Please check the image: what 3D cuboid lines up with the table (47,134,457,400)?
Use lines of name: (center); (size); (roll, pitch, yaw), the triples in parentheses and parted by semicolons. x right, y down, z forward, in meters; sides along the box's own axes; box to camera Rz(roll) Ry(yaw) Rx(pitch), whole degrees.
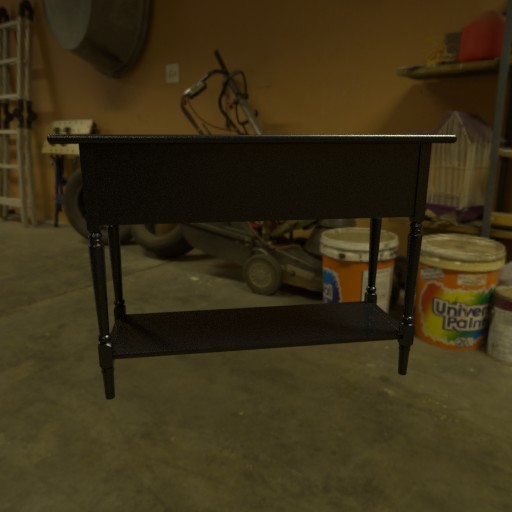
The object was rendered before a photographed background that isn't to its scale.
table: (0.000, 0.000, 1.557); (1.191, 0.819, 0.386); (-2, 15, -8)
